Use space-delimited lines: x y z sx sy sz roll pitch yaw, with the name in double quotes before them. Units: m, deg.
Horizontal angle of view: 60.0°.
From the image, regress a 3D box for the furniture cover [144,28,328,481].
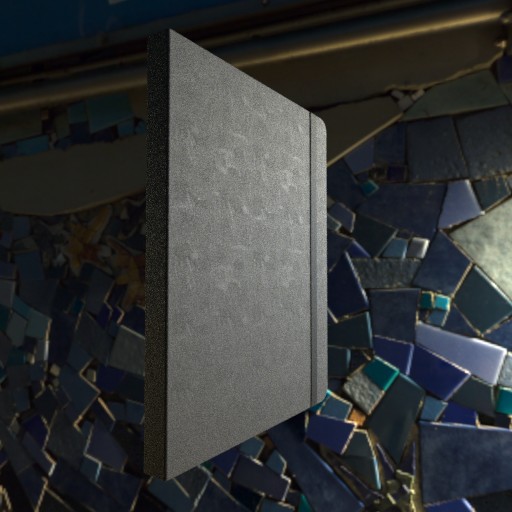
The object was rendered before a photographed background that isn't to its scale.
"furniture cover" 0.000 0.000 0.366 0.023 0.281 0.216 -1 -2 36
